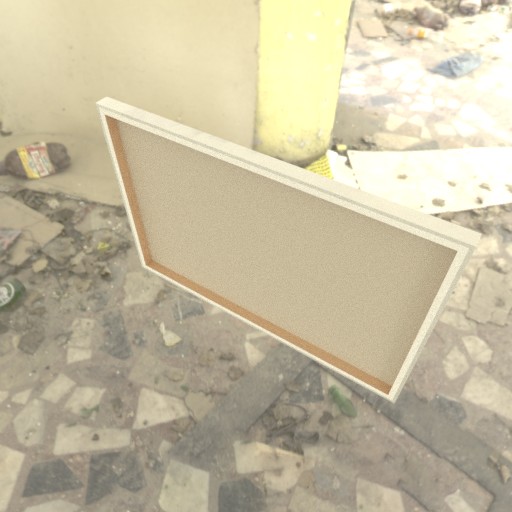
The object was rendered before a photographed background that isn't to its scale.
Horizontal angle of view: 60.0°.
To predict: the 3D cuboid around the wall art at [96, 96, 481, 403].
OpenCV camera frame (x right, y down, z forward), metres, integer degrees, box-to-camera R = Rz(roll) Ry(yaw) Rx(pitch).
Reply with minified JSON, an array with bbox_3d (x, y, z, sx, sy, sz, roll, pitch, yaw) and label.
[{"bbox_3d":[0.000,0.000,1.157,0.915,0.610,0.038,25,52,22],"label":"wall art"}]
